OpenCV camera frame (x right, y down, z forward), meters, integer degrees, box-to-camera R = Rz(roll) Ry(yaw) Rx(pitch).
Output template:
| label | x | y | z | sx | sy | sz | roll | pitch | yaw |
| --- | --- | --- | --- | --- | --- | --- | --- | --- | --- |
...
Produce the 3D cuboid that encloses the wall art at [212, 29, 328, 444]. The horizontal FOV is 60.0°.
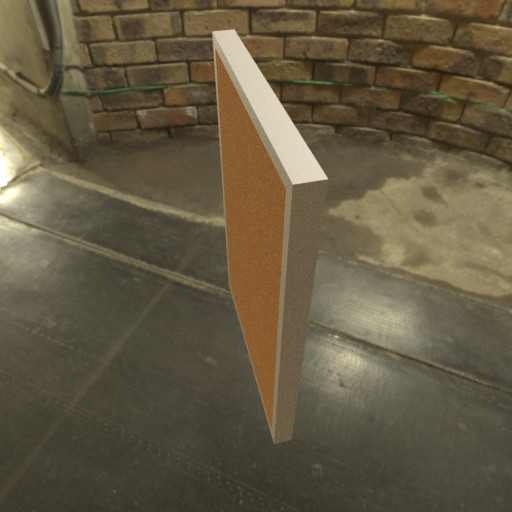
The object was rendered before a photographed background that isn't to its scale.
| label | x | y | z | sx | sy | sz | roll | pitch | yaw |
| --- | --- | --- | --- | --- | --- | --- | --- | --- | --- |
| wall art | 0.000 | 0.000 | 0.839 | 0.038 | 0.657 | 0.450 | -10 | 46 | -10 |
